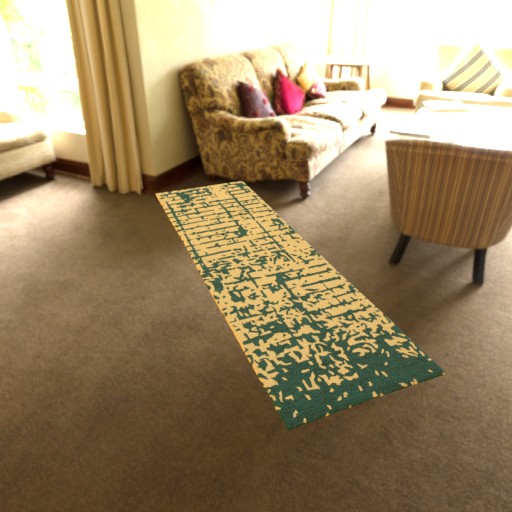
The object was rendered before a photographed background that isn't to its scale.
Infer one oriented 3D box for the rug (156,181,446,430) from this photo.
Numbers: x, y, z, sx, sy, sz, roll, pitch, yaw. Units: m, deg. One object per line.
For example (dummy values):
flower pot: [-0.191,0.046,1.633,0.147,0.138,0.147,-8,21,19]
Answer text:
rug: [0.000,0.000,2.731,0.750,0.011,2.435,-12,33,-19]
